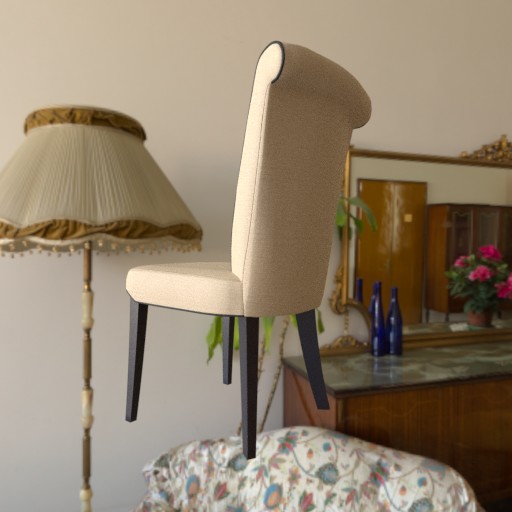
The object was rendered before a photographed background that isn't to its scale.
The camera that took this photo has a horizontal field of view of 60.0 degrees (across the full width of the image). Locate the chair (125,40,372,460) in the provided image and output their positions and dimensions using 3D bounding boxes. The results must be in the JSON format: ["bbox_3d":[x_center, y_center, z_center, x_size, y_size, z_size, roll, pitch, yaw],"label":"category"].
[{"bbox_3d":[0.000,0.000,1.347,0.623,0.997,0.522,0,1,36],"label":"chair"}]
